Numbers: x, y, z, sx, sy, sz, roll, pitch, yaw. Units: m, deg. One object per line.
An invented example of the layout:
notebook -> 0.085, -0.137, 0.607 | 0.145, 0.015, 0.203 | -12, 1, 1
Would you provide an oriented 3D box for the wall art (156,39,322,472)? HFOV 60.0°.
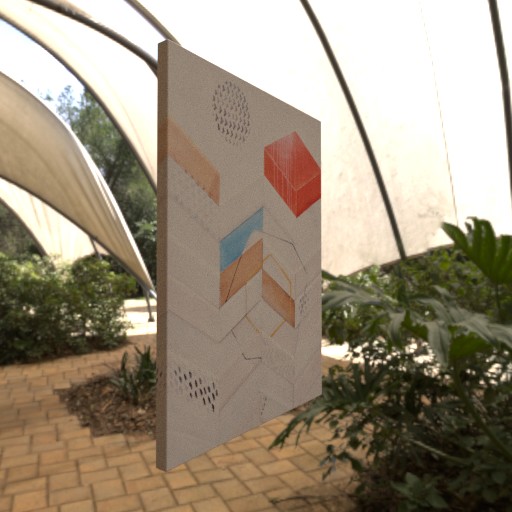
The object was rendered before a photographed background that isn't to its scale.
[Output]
wall art -> 0.000, 0.000, 1.352 | 0.045, 1.014, 0.759 | -1, -1, 37
